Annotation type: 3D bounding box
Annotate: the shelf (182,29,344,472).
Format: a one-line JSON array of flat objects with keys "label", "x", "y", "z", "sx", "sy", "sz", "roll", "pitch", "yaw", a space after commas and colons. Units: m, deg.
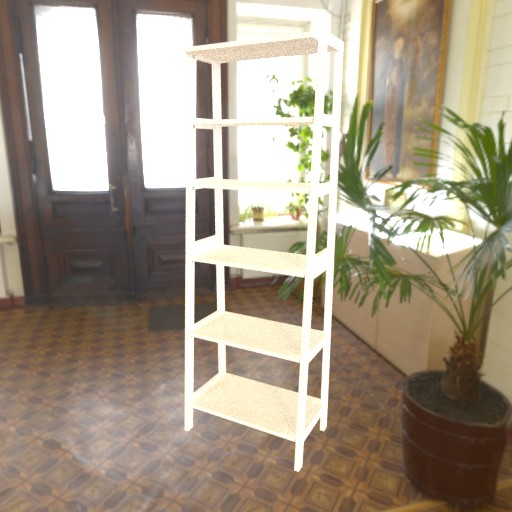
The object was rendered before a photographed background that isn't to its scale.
[{"label": "shelf", "x": 0.000, "y": 0.000, "z": 2.126, "sx": 0.660, "sy": 1.892, "sz": 0.381, "roll": 7, "pitch": 16, "yaw": 27}]
